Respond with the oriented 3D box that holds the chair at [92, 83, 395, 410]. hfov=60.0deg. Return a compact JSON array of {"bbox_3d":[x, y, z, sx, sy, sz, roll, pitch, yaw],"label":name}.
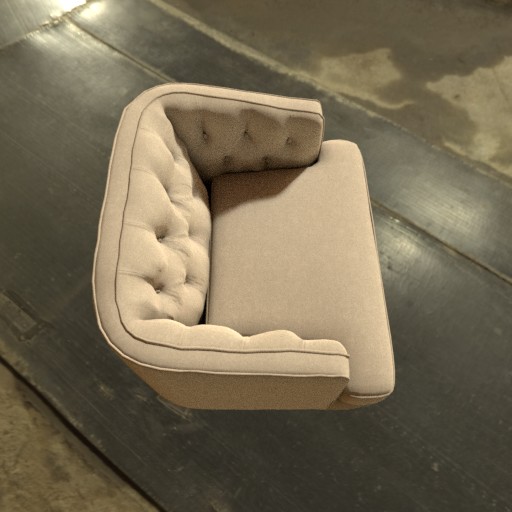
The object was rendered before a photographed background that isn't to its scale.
[{"bbox_3d":[0.000,0.000,1.721,0.941,0.852,1.104,-1,63,0],"label":"chair"}]
